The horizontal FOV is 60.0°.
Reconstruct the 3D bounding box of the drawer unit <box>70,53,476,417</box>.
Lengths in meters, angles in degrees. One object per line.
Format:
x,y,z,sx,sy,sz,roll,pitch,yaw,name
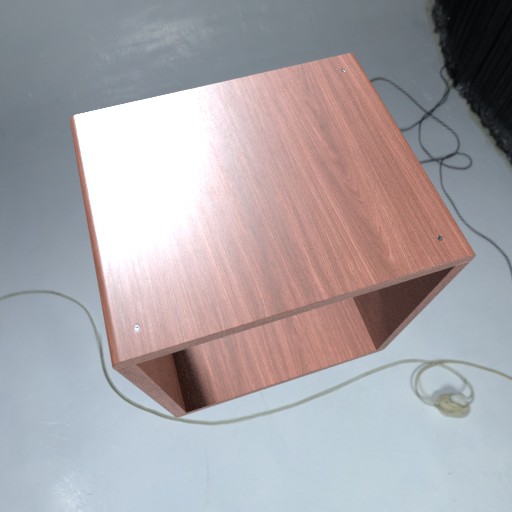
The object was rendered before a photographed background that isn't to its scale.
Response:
0.000,0.000,0.612,0.349,0.351,0.290,-16,64,-8,drawer unit
